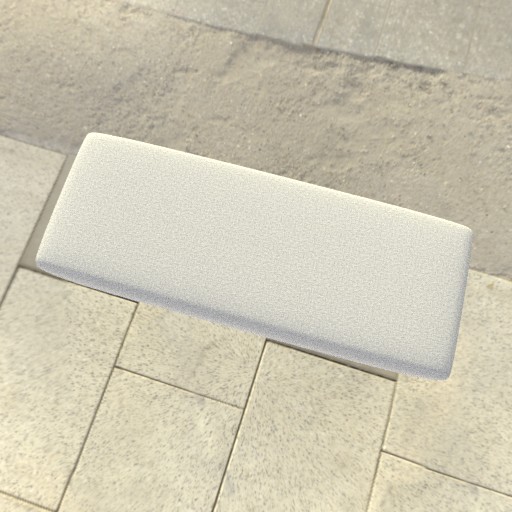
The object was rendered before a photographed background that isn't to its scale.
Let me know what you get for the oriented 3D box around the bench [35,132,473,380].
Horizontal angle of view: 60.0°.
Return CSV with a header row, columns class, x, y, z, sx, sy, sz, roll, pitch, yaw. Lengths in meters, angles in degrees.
class,x,y,z,sx,sy,sz,roll,pitch,yaw
bench,0.000,0.000,1.849,1.598,0.383,0.631,15,76,4
